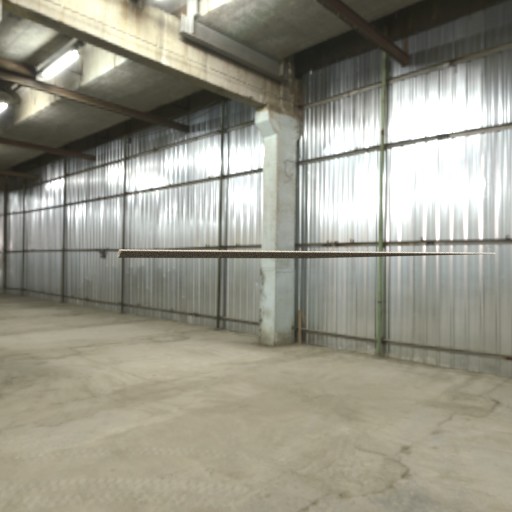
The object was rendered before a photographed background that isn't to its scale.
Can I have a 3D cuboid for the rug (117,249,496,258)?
[{"bbox_3d":[0.000,0.000,4.064,2.421,0.008,3.045,0,-1,-18],"label":"rug"}]
